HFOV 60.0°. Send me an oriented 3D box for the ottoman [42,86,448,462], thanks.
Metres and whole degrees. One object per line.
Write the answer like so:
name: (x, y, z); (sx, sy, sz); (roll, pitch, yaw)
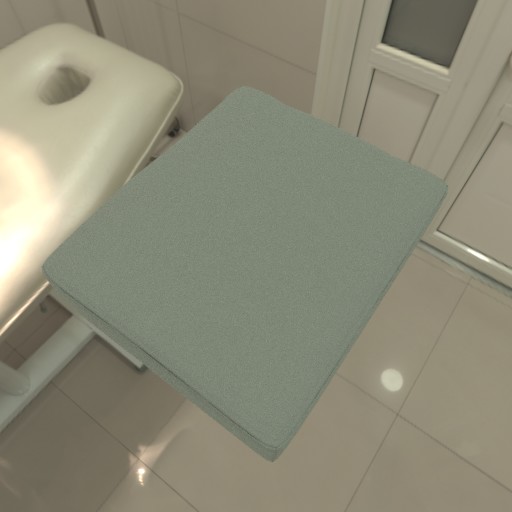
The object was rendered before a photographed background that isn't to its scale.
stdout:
ottoman: (0.000, 0.000, 1.483); (0.842, 0.494, 0.991); (32, 64, 18)
